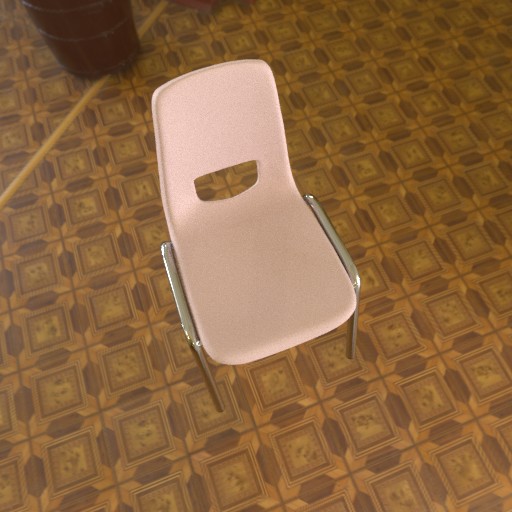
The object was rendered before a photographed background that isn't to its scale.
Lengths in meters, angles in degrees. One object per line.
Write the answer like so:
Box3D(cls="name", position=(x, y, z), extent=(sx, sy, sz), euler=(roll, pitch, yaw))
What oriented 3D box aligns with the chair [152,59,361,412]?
Box3D(cls="chair", position=(0.000, 0.000, 0.863), extent=(0.354, 0.586, 0.423), euler=(-19, 66, -9))
